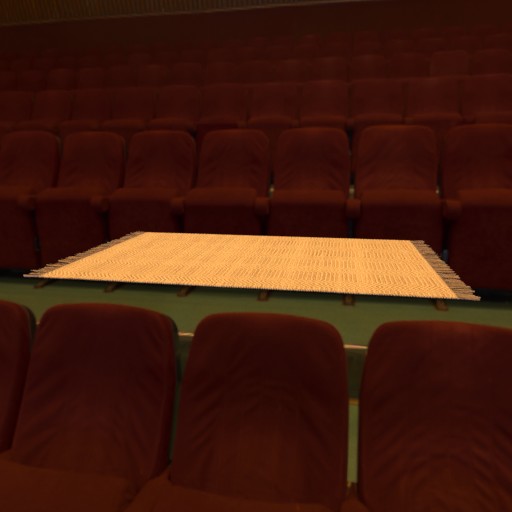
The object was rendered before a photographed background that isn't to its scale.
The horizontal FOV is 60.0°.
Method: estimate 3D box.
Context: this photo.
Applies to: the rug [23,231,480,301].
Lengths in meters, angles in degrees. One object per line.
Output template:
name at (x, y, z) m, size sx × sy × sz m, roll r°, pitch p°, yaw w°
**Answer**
rug at (0.000, 0.000, 2.484) m, size 2.021 × 0.027 × 1.224 m, roll 2°, pitch 13°, yaw 10°
